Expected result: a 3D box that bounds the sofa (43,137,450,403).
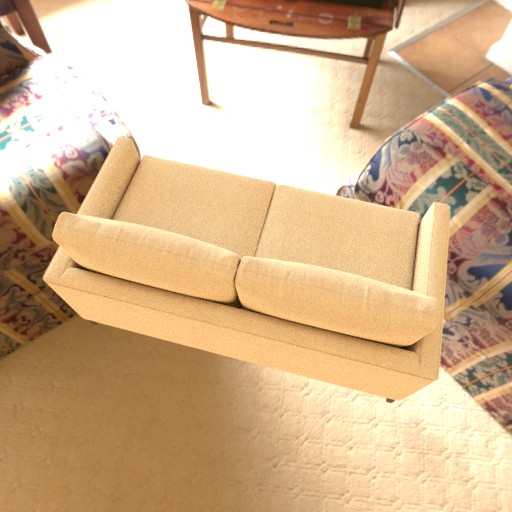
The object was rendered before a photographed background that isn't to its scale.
[{"bbox_3d":[0.000,0.000,2.070,1.651,0.812,0.839,13,63,7],"label":"sofa"}]
